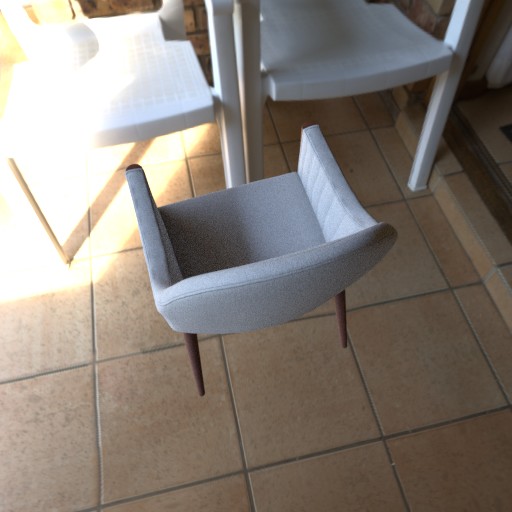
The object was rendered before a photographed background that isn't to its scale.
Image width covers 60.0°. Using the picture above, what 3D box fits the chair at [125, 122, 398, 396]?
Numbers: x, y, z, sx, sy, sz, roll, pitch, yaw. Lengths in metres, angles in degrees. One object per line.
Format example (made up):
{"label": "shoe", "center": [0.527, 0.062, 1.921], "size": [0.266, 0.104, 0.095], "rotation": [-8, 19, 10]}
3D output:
{"label": "chair", "center": [0.000, 0.000, 1.301], "size": [0.610, 0.889, 0.620], "rotation": [-16, 60, -10]}
